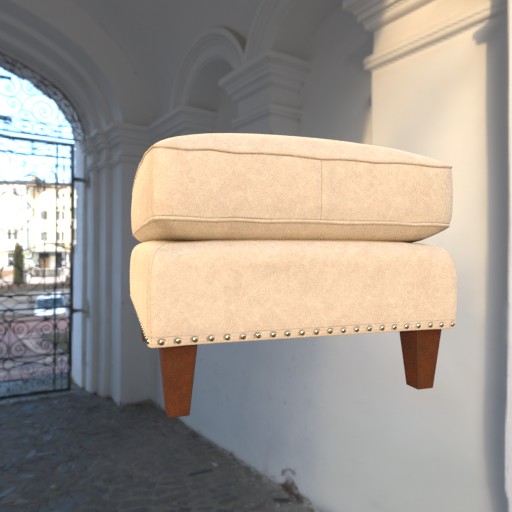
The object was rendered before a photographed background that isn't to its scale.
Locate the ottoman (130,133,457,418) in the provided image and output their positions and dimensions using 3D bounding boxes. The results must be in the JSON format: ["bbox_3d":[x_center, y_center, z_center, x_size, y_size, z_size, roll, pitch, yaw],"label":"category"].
[{"bbox_3d":[0.000,0.000,1.105,0.584,0.513,0.741,0,1,-18],"label":"ottoman"}]
